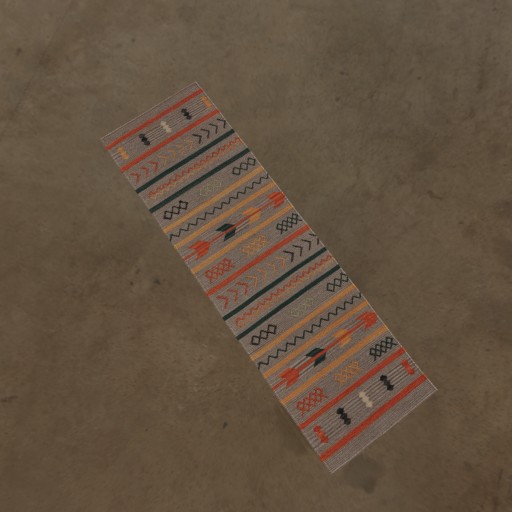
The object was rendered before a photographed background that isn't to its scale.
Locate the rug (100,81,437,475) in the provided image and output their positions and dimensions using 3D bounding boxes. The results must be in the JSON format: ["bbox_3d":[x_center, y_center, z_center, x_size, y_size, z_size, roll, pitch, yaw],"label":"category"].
[{"bbox_3d":[0.000,0.000,2.638,0.744,0.022,2.419,-35,78,-8],"label":"rug"}]
